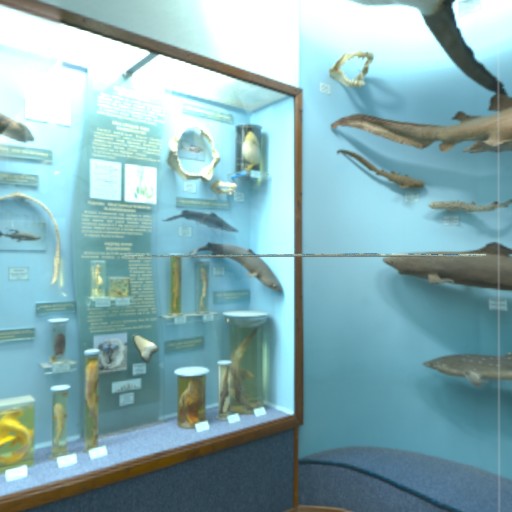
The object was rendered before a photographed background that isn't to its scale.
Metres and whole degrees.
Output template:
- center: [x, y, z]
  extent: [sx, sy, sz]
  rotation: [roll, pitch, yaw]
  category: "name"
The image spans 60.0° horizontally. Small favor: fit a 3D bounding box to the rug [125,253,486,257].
- center: [0.000, 0.000, 2.722]
  extent: [0.768, 0.011, 2.446]
  rotation: [0, 0, -36]
  category: "rug"
